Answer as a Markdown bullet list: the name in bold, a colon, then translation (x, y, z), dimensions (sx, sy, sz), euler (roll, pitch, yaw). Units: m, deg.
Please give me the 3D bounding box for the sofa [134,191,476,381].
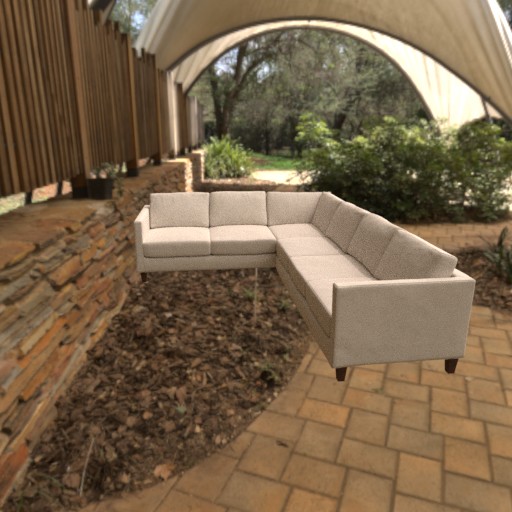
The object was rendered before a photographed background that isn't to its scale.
- **sofa**: translation (0.000, 0.000, 4.242), dimensions (2.432, 0.863, 3.182), euler (-2, 16, -7)
